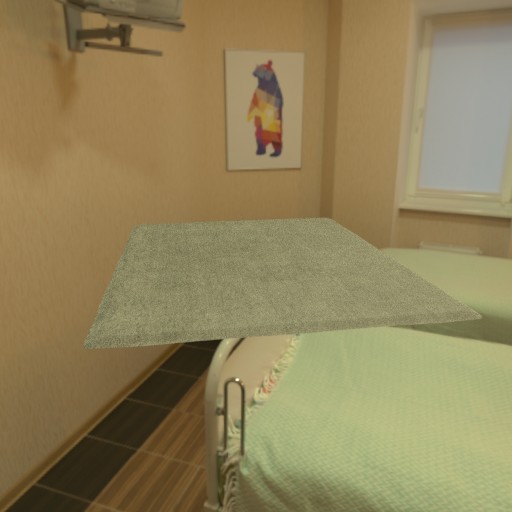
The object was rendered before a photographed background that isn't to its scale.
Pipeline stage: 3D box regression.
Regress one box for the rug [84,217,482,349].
[{"bbox_3d":[0.000,0.000,3.842,2.332,0.027,2.933,-3,17,-9],"label":"rug"}]
